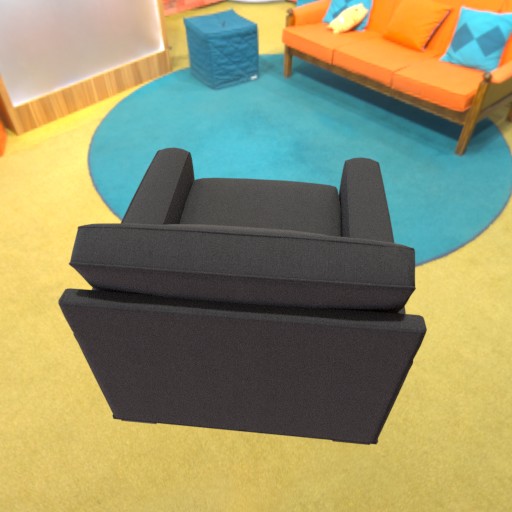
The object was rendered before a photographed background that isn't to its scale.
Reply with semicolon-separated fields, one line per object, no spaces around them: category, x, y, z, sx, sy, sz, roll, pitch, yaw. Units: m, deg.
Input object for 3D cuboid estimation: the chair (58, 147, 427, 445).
chair;0.000;0.000;1.731;0.997;0.913;1.043;4;45;4
